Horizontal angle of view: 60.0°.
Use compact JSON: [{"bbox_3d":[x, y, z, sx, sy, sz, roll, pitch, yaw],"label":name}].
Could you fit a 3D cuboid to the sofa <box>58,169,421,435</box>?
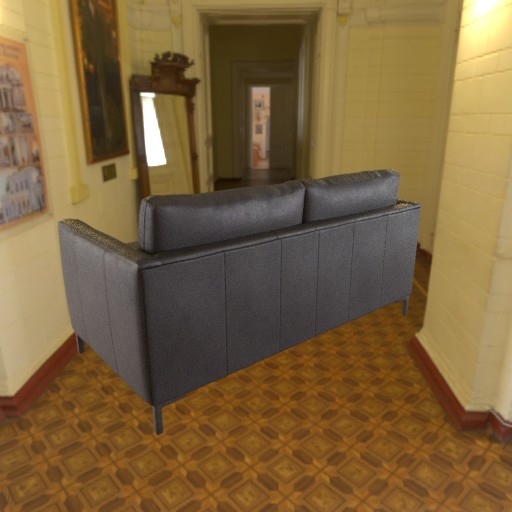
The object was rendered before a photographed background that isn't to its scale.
[{"bbox_3d":[0.000,0.000,2.380,1.805,0.883,0.947,-15,22,-40],"label":"sofa"}]
